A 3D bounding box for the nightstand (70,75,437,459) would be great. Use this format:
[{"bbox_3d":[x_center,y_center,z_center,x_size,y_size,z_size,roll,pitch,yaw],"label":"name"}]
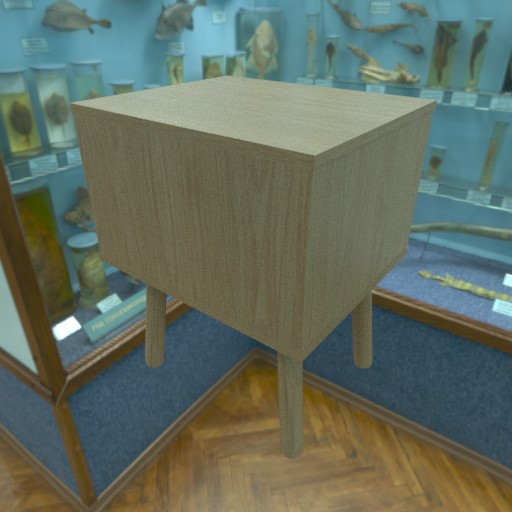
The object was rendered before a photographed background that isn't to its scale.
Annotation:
[{"bbox_3d":[0.000,0.000,0.852,0.450,0.571,0.380,21,36,32],"label":"nightstand"}]
